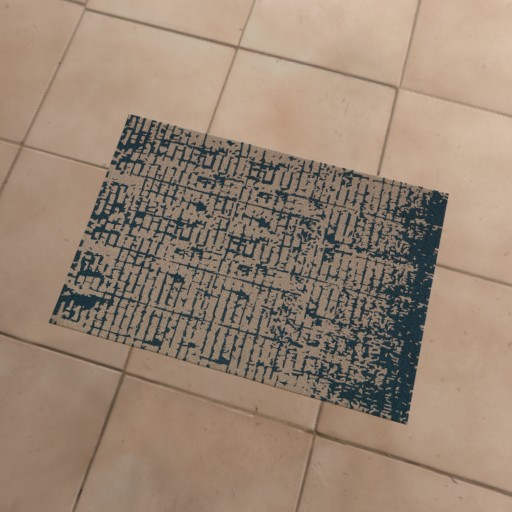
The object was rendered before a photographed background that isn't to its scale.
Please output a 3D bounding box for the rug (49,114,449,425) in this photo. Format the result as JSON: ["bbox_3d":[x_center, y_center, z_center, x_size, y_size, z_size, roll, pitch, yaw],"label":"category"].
[{"bbox_3d":[0.000,0.000,2.311,1.828,0.007,1.220,15,77,4],"label":"rug"}]
